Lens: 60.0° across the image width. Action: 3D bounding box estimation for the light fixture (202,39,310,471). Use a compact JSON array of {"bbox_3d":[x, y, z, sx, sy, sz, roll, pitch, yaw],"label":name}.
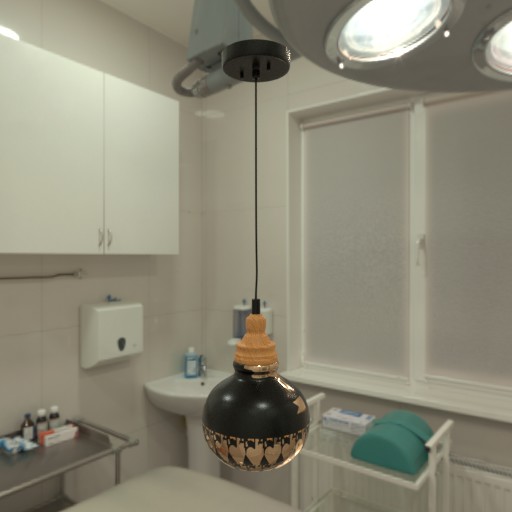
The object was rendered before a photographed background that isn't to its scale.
[{"bbox_3d":[0.000,0.000,1.780,0.430,1.606,0.430,0,0,37],"label":"light fixture"}]
